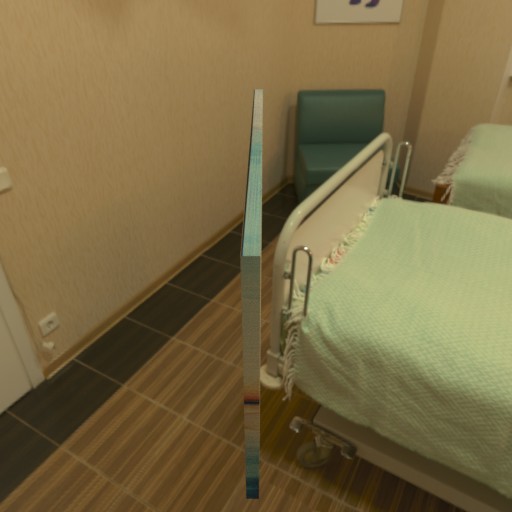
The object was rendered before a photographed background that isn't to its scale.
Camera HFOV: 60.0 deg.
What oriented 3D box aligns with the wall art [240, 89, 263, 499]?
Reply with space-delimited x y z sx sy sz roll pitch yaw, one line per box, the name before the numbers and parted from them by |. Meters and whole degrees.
wall art | 0.000 0.000 0.750 0.018 0.402 0.604 1 34 1
